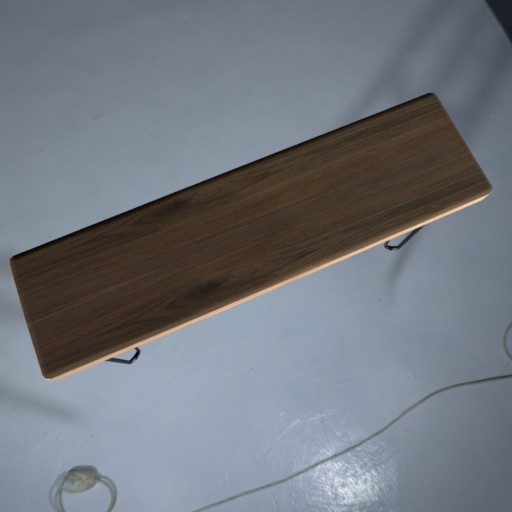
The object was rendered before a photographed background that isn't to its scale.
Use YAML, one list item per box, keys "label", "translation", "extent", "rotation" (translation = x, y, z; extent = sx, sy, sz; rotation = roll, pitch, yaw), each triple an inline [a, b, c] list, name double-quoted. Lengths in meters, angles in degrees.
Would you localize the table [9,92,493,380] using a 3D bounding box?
- label: "table"
  translation: [0.000, 0.000, 1.862]
  extent: [1.570, 0.834, 0.425]
  rotation: [-23, 76, -6]
